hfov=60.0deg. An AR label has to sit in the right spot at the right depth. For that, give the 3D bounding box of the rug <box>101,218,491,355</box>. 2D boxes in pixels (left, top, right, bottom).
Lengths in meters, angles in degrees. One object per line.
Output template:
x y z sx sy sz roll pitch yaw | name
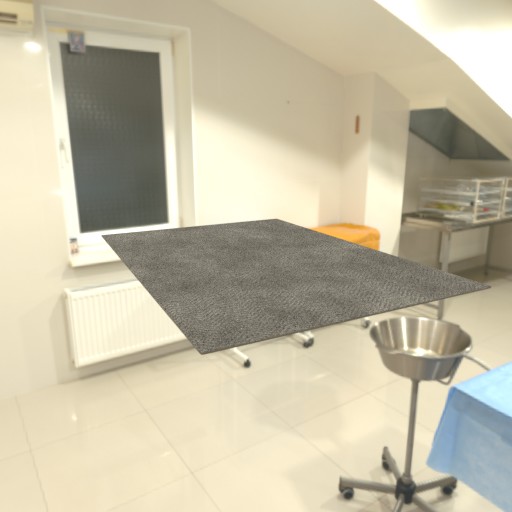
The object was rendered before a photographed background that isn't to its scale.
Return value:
0.000 0.000 2.900 1.600 0.008 2.235 -8 17 -26 | rug
